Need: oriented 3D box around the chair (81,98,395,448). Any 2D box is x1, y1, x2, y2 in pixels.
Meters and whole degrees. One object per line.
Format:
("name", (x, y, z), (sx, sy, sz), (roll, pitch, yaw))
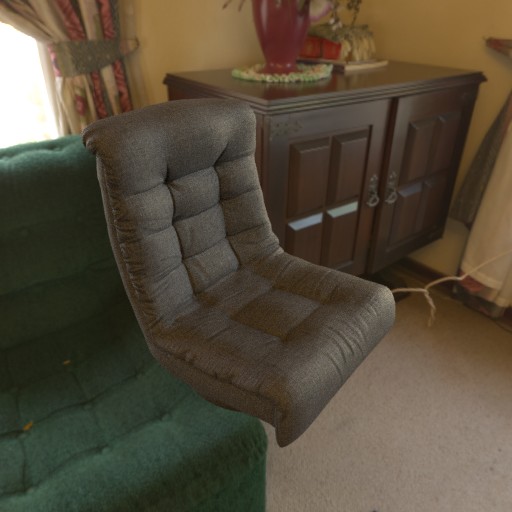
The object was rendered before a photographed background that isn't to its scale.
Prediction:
("chair", (0.000, 0.000, 1.217), (0.668, 0.749, 0.597), (20, 35, 32))
